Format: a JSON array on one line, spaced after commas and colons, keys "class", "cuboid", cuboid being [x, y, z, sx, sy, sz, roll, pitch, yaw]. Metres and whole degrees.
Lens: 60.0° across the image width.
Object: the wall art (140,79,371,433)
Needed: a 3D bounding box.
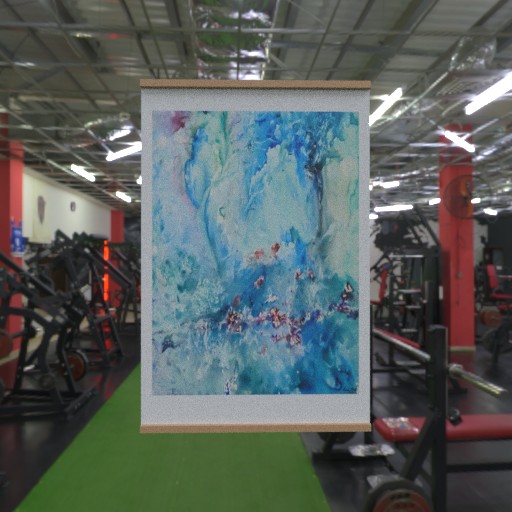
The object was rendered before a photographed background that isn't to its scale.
[{"class": "wall art", "cuboid": [0.000, 0.000, 0.649, 0.335, 0.510, 0.013, 0, 0, -1]}]
